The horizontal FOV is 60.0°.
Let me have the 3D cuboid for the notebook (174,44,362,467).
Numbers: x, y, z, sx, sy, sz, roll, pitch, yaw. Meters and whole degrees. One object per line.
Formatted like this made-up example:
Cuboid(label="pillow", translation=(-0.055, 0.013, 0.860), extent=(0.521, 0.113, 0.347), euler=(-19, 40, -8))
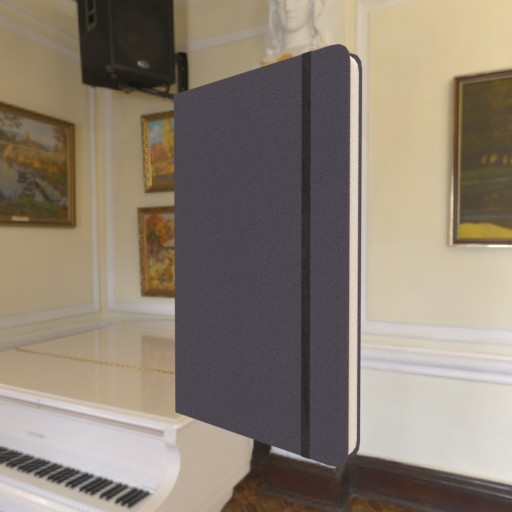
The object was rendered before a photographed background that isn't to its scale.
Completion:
Cuboid(label="notebook", translation=(0.000, 0.000, 0.262), extent=(0.127, 0.213, 0.016), euler=(1, 2, 38))
